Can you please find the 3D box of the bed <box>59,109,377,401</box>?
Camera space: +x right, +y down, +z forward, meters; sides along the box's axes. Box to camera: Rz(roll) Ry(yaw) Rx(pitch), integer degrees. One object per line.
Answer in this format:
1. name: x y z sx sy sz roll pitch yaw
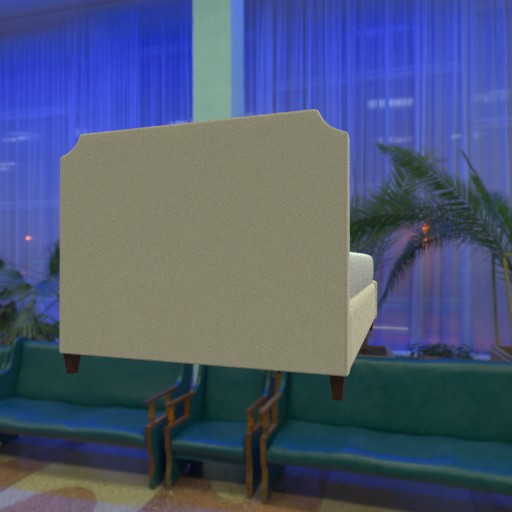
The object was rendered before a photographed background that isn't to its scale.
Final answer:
1. bed: 0.000 0.000 3.466 1.703 1.415 2.329 0 0 18
